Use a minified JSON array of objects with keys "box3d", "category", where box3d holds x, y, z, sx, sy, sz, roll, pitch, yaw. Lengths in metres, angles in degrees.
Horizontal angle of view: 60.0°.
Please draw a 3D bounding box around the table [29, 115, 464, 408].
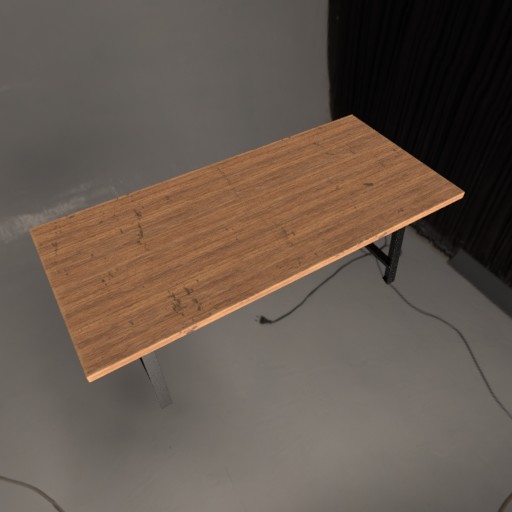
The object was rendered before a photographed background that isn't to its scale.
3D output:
[{"box3d":[0.000,0.000,2.716,2.200,0.757,1.000,-24,52,-21],"category":"table"}]
